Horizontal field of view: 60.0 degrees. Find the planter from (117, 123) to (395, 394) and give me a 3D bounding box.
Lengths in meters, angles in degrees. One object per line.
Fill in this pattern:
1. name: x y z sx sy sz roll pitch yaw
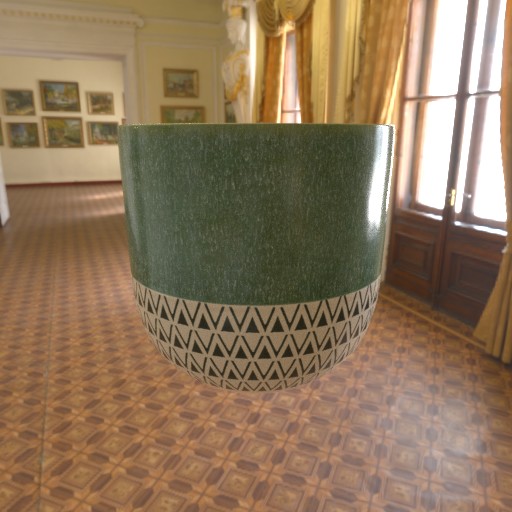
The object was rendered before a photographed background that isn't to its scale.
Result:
1. planter: 0.000 0.000 0.478 0.266 0.270 0.266 0 16 0
